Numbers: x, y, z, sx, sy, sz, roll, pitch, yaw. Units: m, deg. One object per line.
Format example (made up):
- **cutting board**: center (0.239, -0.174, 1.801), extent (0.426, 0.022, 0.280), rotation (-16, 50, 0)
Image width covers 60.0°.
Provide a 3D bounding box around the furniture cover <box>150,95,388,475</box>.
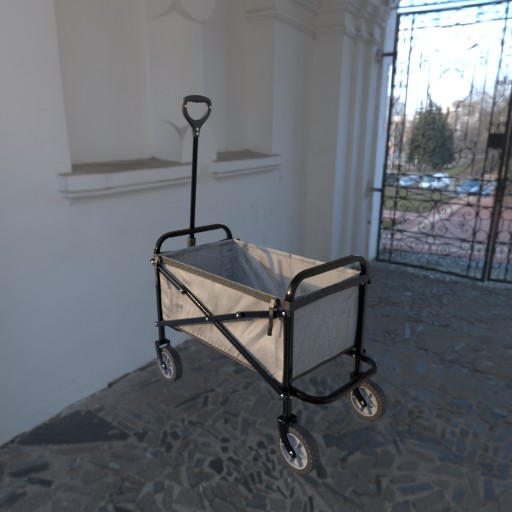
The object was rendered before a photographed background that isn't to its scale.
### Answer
- **furniture cover**: center (0.000, 0.000, 1.830), extent (0.532, 1.295, 1.038), rotation (-14, 21, -41)
